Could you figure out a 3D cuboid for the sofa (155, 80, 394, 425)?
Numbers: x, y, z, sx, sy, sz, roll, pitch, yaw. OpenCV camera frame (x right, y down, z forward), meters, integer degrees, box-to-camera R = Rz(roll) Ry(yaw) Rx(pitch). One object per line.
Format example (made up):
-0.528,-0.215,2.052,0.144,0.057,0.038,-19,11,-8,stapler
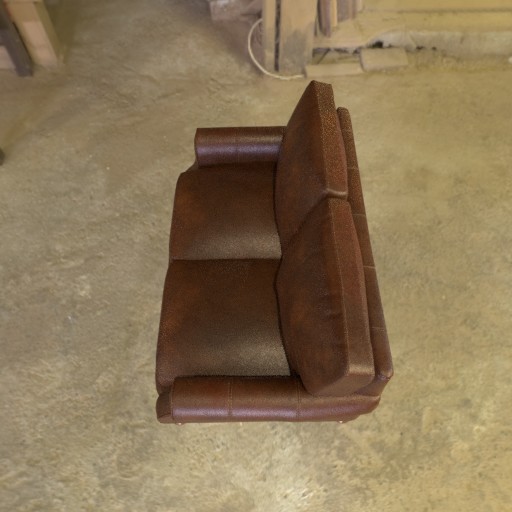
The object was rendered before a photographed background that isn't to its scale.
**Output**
0.000,0.000,2.214,0.990,0.976,1.616,0,58,0,sofa
